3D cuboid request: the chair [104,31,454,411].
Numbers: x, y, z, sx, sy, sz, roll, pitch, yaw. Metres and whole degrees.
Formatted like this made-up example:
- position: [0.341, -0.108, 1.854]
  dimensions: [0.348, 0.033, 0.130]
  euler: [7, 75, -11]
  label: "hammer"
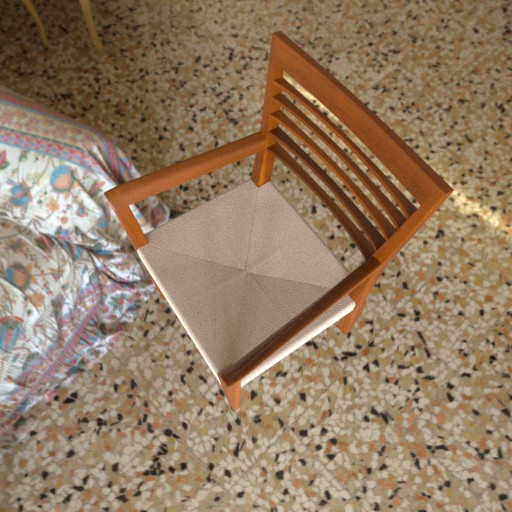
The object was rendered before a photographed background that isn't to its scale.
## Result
- position: [0.000, 0.000, 1.240]
  dimensions: [0.540, 0.855, 0.587]
  euler: [-31, 67, -15]
  label: "chair"
